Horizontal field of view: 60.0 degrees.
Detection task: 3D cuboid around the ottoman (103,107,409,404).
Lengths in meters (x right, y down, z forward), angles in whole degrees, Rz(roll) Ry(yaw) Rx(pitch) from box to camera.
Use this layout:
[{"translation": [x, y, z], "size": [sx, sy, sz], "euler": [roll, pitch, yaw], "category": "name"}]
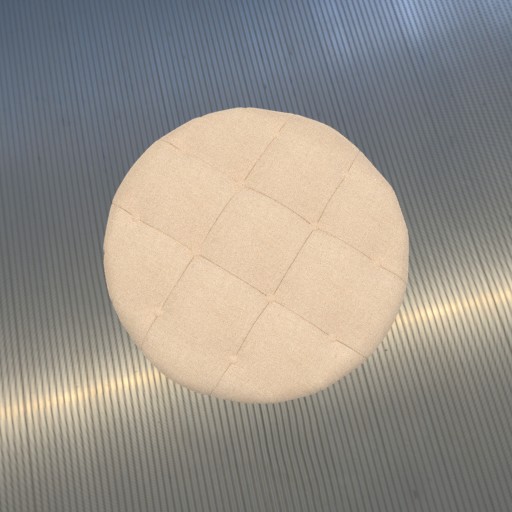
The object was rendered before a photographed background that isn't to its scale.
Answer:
[{"translation": [0.000, 0.000, 1.506], "size": [0.940, 0.483, 0.940], "euler": [0, 77, 0], "category": "ottoman"}]
